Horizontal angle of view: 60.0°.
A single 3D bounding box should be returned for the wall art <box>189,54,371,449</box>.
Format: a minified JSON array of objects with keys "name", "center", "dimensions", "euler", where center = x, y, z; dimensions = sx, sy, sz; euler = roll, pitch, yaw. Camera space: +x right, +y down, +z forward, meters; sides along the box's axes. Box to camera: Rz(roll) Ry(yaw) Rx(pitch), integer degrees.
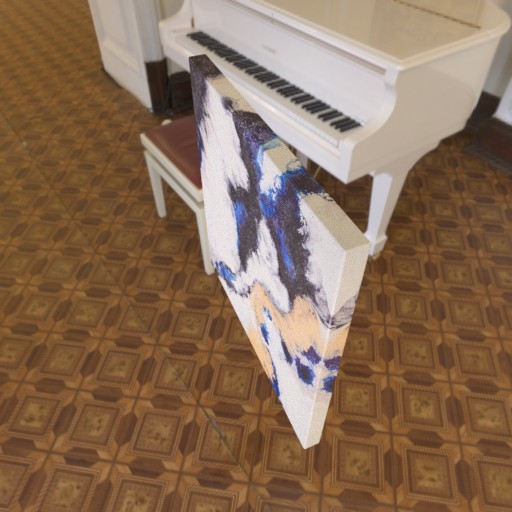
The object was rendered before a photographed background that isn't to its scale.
[{"name":"wall art","center":[0.000,0.000,0.934],"dimensions":[0.039,0.609,0.609],"euler":[-17,49,-16]}]
